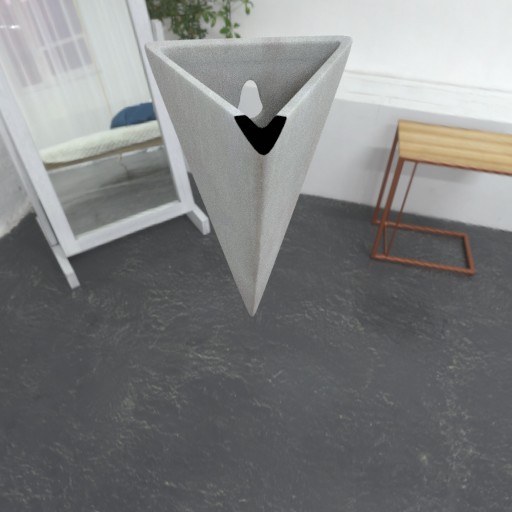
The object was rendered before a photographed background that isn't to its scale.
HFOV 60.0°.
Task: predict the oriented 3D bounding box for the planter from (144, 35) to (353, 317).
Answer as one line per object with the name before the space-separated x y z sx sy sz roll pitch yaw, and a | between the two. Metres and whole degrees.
planter | 0.000 0.000 0.155 0.058 0.130 0.047 -3 46 -3
